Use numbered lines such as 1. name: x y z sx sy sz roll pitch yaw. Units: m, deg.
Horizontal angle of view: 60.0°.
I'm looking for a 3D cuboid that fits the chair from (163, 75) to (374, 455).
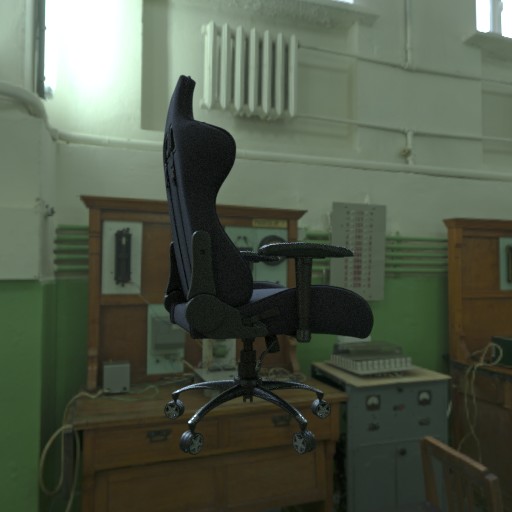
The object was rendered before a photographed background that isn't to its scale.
1. chair: 0.000 0.000 1.728 0.695 1.300 0.730 1 -2 -19
